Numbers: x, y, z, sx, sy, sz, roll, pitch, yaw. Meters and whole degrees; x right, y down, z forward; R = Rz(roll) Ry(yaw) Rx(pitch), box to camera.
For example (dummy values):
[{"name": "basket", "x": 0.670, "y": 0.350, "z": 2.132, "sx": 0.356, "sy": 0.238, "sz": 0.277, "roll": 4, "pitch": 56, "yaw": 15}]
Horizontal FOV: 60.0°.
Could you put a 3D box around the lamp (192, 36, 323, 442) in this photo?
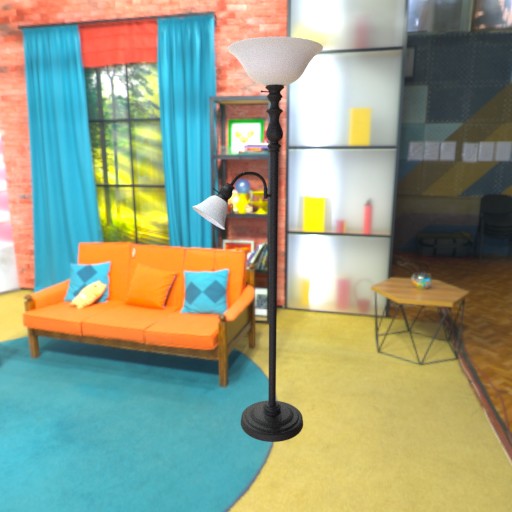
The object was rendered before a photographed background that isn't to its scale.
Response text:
[{"name": "lamp", "x": 0.000, "y": 0.000, "z": 2.050, "sx": 0.588, "sy": 1.793, "sz": 0.405, "roll": -6, "pitch": 14, "yaw": -26}]
